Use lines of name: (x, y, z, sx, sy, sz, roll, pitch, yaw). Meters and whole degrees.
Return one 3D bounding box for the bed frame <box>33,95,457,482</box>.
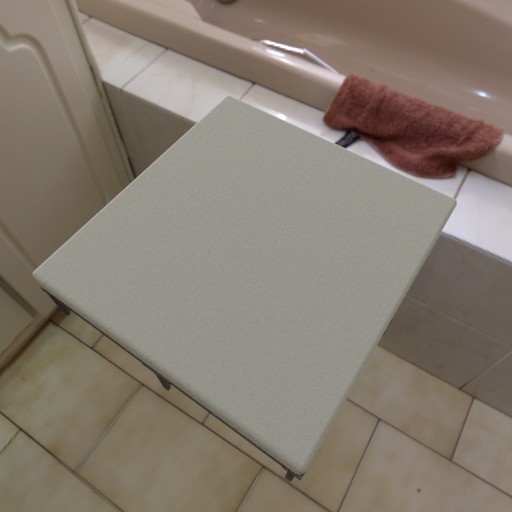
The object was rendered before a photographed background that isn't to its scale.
bed frame: (0.000, 0.000, 3.939, 2.526, 0.680, 2.635, 30, 63, 17)
